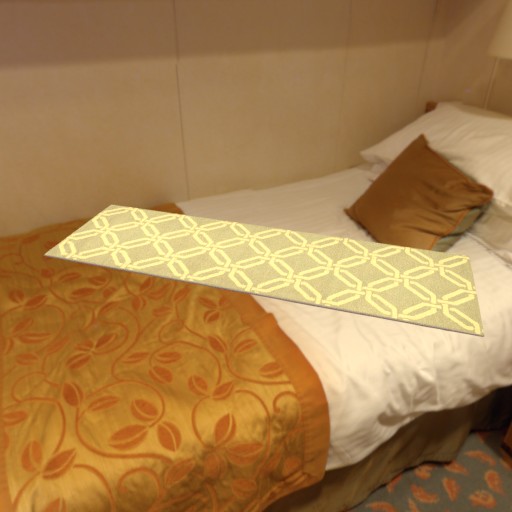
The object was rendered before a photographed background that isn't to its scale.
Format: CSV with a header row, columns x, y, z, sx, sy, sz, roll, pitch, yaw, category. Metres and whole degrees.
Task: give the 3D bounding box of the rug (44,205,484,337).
x,y,z,sx,sy,sz,roll,pitch,yaw,category
0.000,0.000,2.473,2.276,0.014,0.678,9,33,14,rug
